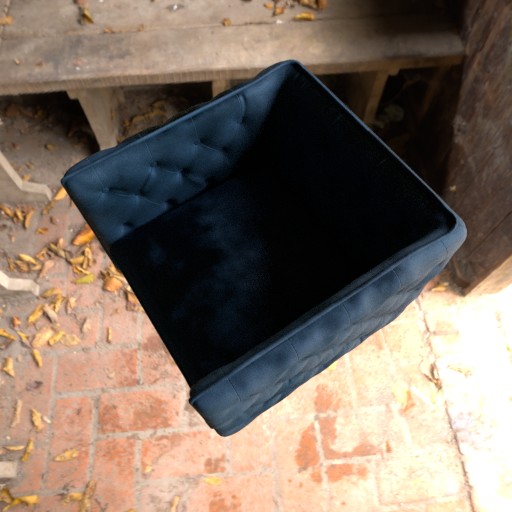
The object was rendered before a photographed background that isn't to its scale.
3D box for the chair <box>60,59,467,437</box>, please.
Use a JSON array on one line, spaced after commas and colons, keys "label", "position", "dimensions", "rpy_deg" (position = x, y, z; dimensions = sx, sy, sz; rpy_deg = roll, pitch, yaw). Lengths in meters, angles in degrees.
[{"label": "chair", "position": [0.000, 0.000, 1.569], "dimensions": [0.877, 0.771, 0.868], "rpy_deg": [-31, 68, -14]}]
